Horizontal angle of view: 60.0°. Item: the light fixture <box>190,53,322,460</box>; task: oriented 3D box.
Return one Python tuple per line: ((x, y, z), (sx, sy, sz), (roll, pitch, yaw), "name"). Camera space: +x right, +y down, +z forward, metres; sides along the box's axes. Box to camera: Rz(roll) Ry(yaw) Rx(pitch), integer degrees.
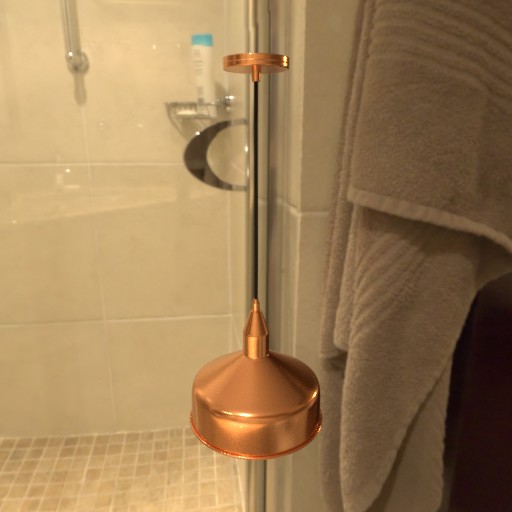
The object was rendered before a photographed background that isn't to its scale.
((0.000, 0.000, 0.916), (0.301, 0.754, 0.301), (15, 21, 43), "light fixture")
